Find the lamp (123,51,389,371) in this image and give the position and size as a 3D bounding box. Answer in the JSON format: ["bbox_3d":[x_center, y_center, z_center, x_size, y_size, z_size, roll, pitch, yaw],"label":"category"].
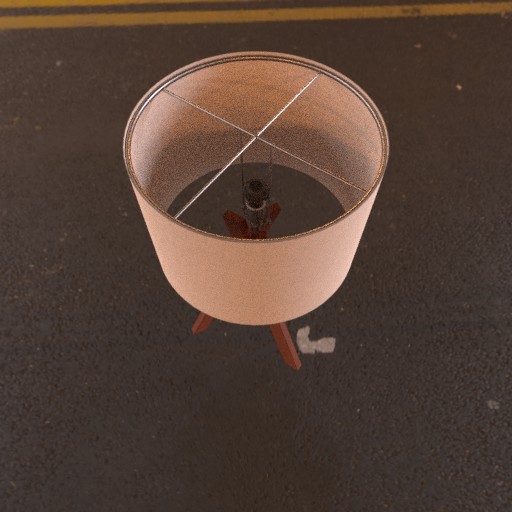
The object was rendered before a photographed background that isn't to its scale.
[{"bbox_3d":[0.000,0.000,0.931,0.380,0.686,0.380,31,63,18],"label":"lamp"}]
